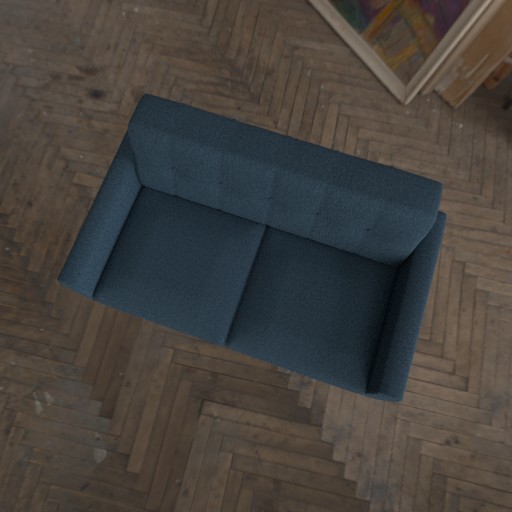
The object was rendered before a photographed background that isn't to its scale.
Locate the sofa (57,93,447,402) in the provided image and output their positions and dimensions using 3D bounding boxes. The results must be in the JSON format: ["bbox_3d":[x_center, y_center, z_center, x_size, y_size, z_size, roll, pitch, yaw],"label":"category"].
[{"bbox_3d":[0.000,0.000,2.231,1.651,0.896,0.942,18,75,5],"label":"sofa"}]
